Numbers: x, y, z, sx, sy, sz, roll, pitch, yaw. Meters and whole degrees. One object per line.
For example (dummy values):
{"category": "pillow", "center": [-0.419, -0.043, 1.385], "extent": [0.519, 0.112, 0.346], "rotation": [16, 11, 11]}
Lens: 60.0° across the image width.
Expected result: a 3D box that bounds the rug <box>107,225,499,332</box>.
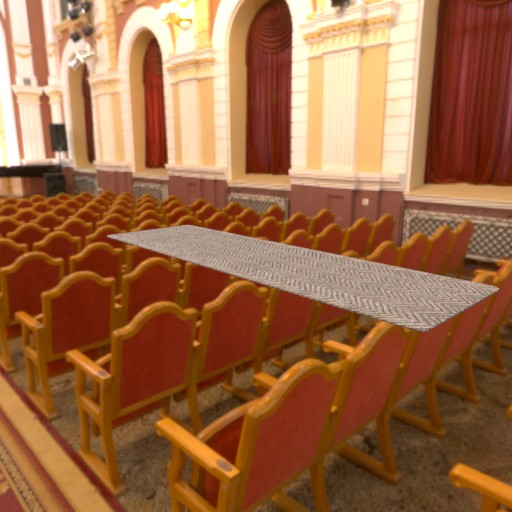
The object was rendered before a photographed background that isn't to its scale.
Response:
{"category": "rug", "center": [0.000, 0.000, 2.446], "extent": [0.686, 0.008, 2.286], "rotation": [-12, 18, -42]}
